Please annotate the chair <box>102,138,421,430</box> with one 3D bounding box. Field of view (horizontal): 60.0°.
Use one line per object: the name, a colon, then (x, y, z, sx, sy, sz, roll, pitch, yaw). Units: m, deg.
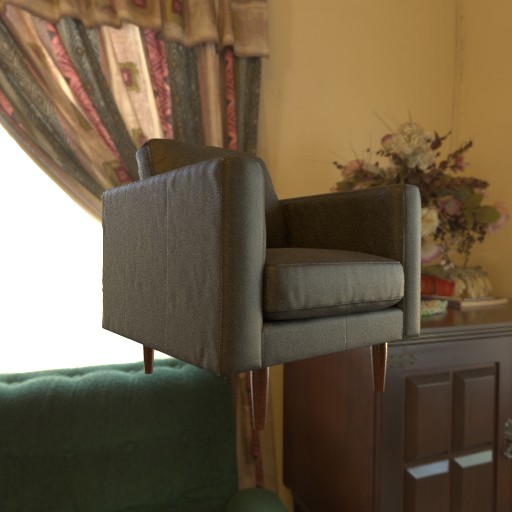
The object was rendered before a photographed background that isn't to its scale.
chair: (0.000, 0.000, 1.587, 0.831, 0.898, 0.879, 0, 0, -38)
